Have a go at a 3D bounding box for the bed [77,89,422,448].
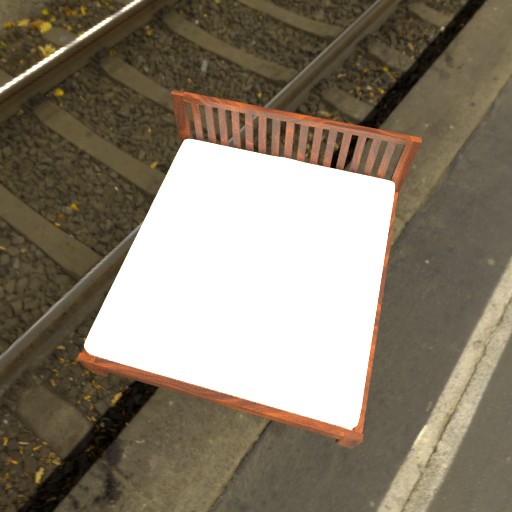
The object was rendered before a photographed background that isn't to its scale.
[{"bbox_3d":[0.000,0.000,3.201,1.905,0.890,2.030,14,61,8],"label":"bed"}]
